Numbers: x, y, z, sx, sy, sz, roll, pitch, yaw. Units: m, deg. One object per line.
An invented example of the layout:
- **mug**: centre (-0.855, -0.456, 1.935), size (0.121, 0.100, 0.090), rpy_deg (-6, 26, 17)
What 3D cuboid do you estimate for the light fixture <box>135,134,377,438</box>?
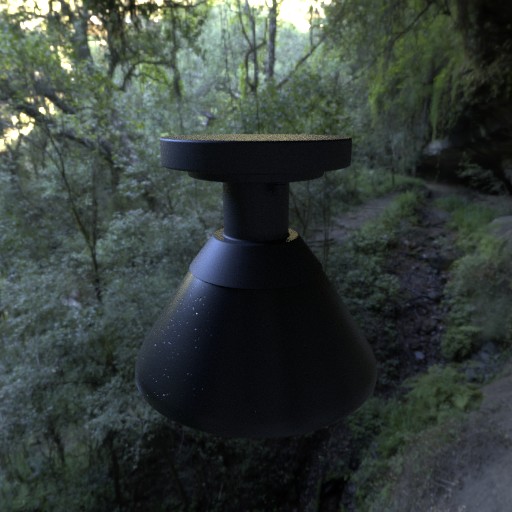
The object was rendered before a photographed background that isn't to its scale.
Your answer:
- **light fixture**: centre (0.000, 0.000, 0.353), size (0.200, 0.183, 0.200), rpy_deg (0, 17, 0)
